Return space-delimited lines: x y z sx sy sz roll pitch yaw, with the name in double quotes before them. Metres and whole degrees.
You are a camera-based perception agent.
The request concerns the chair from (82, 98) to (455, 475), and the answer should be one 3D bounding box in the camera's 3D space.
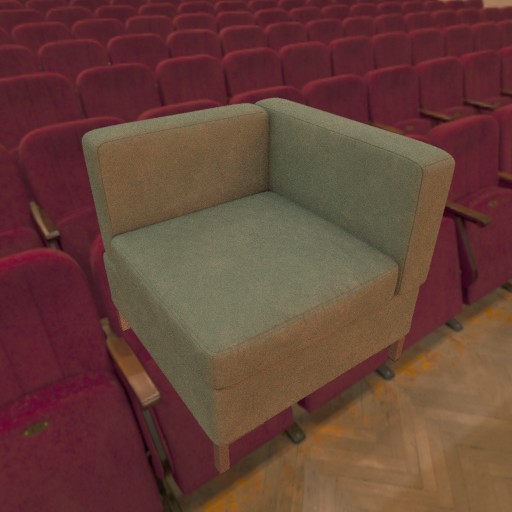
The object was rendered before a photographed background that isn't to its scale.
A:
"chair" 0.000 0.000 1.219 0.680 0.660 0.680 -21 38 -29
